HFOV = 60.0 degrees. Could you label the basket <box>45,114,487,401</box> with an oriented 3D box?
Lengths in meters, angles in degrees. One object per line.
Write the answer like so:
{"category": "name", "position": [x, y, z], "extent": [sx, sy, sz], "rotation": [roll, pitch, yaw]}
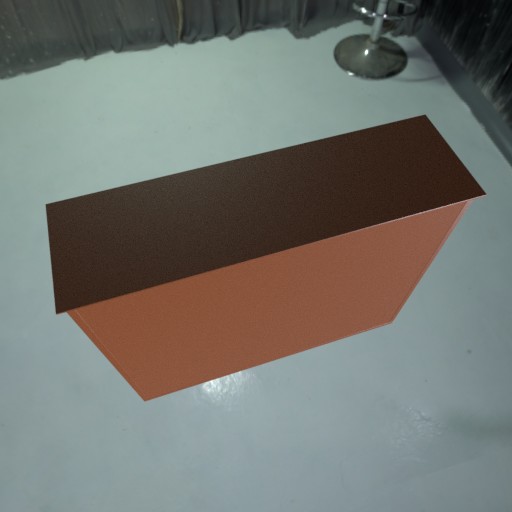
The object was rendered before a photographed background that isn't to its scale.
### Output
{"category": "basket", "position": [0.000, 0.000, 1.130], "extent": [0.792, 0.625, 0.376], "rotation": [-15, 60, -9]}
